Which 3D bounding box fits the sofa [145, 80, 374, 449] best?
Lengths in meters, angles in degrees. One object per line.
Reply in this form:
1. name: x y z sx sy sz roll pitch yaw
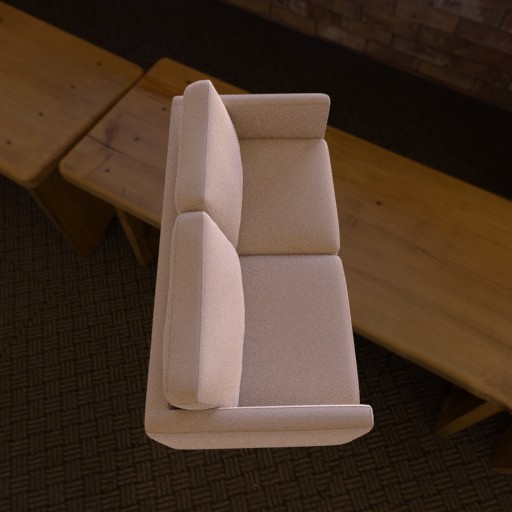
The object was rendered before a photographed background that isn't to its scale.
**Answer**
1. sofa: 0.000 0.000 2.211 0.873 0.888 1.722 -1 63 -1
